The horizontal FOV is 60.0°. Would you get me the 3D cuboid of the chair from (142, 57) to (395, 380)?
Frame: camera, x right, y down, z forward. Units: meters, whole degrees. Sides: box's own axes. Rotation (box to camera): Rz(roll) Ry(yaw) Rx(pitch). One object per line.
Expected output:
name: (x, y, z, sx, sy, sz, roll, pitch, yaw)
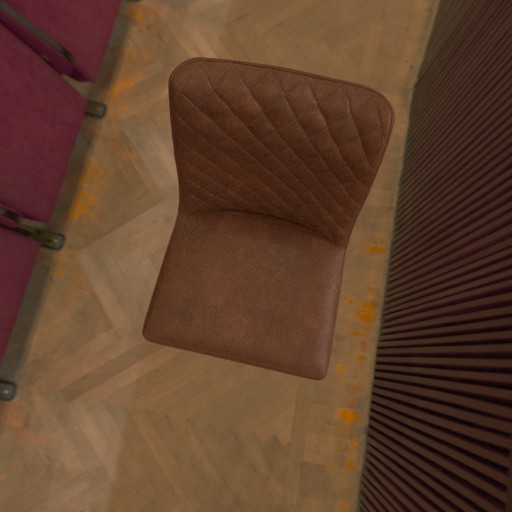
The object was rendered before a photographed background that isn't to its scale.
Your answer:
chair: (0.000, 0.000, 1.236, 0.508, 0.889, 0.587, 12, 78, 3)
